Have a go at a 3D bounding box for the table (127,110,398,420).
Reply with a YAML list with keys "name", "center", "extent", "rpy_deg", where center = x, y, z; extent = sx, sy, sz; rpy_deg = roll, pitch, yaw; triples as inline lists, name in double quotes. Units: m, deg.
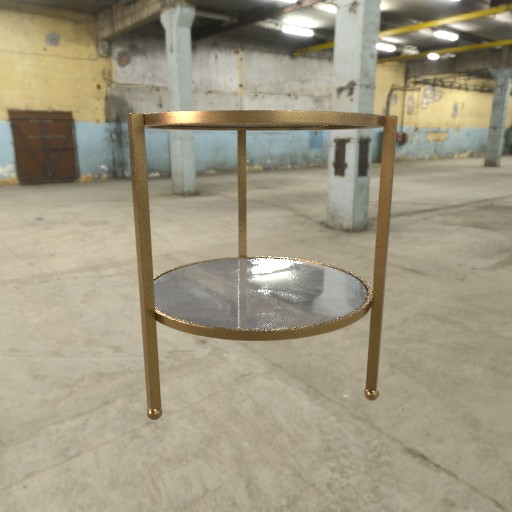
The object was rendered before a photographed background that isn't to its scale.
- name: "table"
  center: [0.000, 0.000, 0.455]
  extent: [0.231, 0.269, 0.243]
  rpy_deg: [-2, 15, -8]
